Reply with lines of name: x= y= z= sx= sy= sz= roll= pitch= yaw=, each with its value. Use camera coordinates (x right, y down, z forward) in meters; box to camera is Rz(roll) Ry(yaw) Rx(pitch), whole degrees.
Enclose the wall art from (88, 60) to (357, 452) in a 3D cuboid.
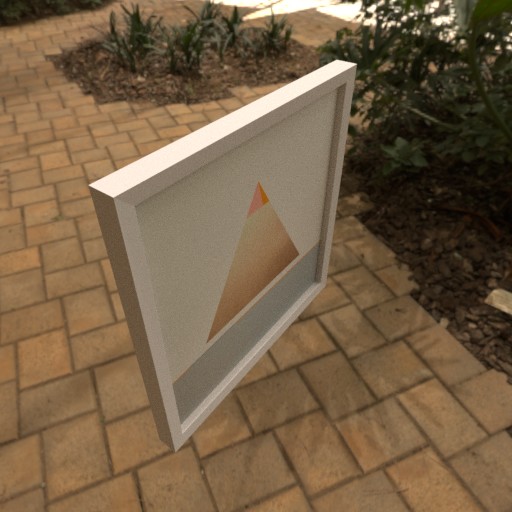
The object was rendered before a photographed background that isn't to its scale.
wall art: x=0.000 y=0.000 z=1.907 sx=0.098 sy=1.291 sz=1.289 roll=26 pitch=46 yaw=27
